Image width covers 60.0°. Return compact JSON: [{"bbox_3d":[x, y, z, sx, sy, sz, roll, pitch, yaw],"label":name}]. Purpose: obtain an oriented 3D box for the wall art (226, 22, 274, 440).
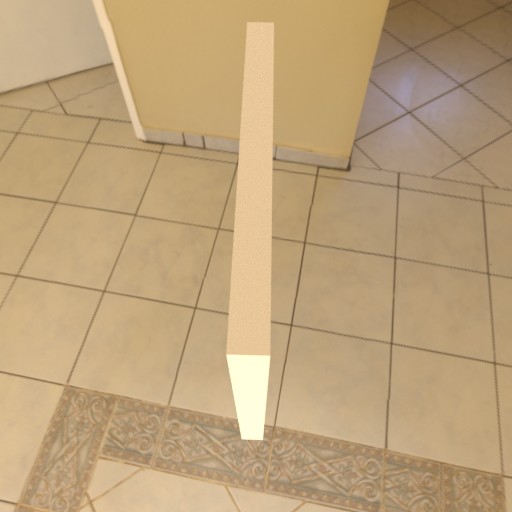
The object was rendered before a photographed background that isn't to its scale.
[{"bbox_3d":[0.000,0.000,0.449,0.024,0.304,0.304,1,60,1],"label":"wall art"}]
